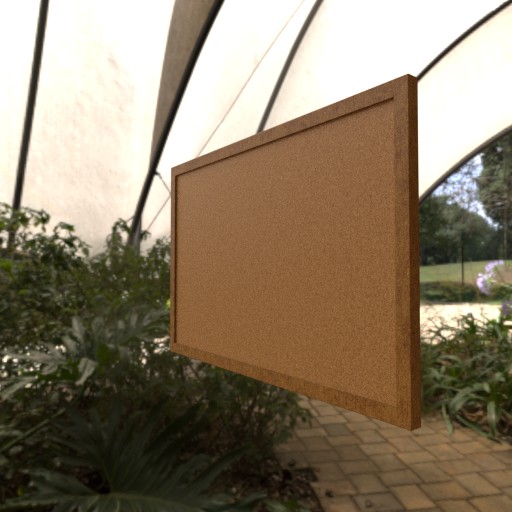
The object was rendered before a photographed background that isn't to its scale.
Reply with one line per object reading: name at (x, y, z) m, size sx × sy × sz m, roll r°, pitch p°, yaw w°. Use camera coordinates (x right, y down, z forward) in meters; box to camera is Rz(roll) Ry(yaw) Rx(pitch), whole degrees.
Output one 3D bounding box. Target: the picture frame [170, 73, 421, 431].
picture frame at (0.000, 0.000, 1.145) m, size 0.029 × 0.621 × 0.922 m, roll 1°, pitch -2°, yaw -37°
